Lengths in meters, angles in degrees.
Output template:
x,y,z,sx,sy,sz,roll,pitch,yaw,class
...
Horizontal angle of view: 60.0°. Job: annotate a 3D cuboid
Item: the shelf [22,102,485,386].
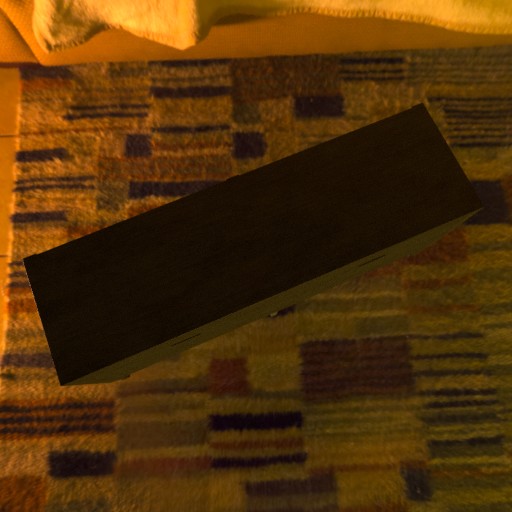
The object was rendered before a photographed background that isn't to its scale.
x,y,z,sx,sy,sz,roll,pitch,yaw,class
0.000,0.000,1.912,1.575,0.719,0.479,-22,76,-6,shelf
